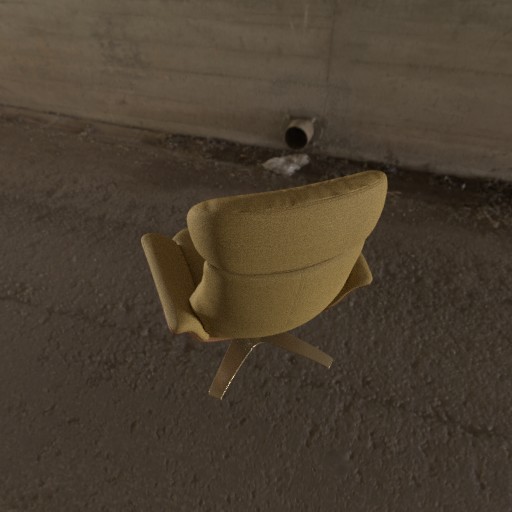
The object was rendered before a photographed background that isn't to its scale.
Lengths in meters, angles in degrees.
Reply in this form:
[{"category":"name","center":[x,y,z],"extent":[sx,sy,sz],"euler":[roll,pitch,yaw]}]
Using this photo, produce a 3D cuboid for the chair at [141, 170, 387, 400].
[{"category":"chair","center":[0.000,0.000,1.646],"extent":[0.785,0.995,0.837],"euler":[-12,42,-14]}]
